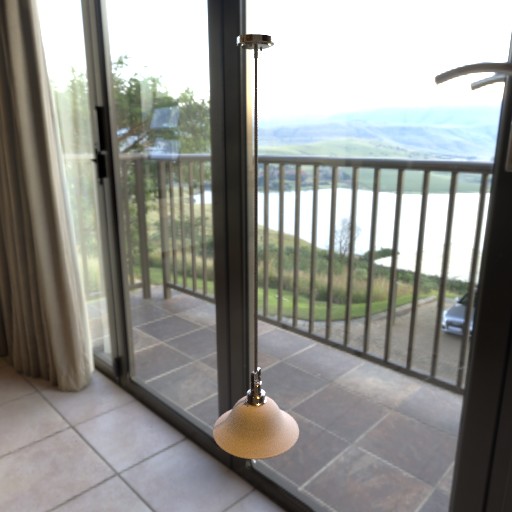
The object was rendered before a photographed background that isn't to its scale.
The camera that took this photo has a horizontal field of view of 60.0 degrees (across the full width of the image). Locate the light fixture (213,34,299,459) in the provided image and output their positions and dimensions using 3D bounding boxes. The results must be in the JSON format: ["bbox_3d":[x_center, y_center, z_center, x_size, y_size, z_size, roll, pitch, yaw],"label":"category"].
[{"bbox_3d":[0.000,0.000,1.503,0.324,1.354,0.324,7,16,26],"label":"light fixture"}]
